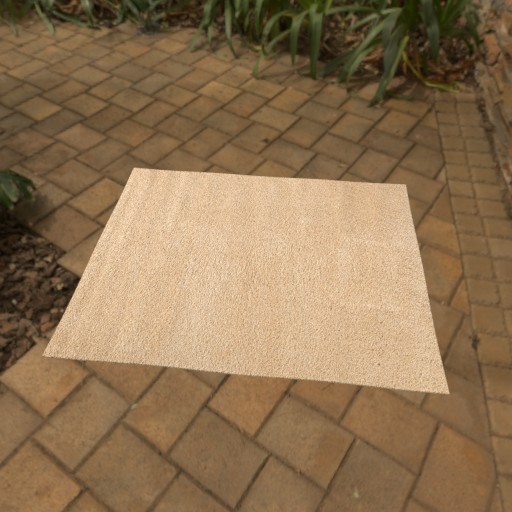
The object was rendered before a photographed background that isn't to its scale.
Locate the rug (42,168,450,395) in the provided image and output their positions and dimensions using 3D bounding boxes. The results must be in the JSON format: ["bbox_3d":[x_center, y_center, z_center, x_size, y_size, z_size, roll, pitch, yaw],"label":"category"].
[{"bbox_3d":[0.000,0.000,4.063,3.000,0.025,2.400,4,47,4],"label":"rug"}]
